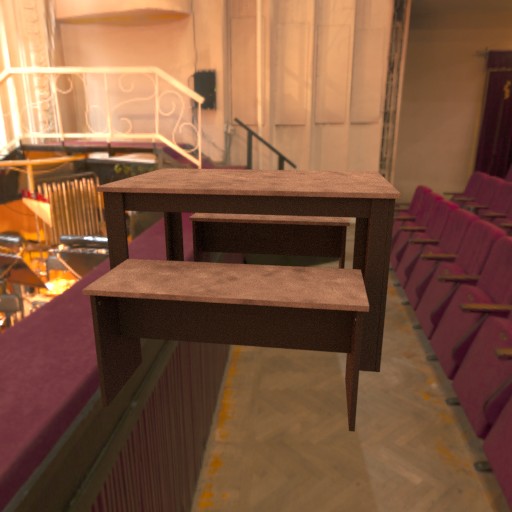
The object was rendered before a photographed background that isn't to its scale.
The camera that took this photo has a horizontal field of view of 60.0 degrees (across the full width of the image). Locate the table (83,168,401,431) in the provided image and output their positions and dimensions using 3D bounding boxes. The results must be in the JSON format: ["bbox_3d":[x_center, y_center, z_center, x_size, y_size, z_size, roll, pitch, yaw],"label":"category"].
[{"bbox_3d":[0.000,0.000,2.012,1.100,0.700,1.443,2,17,8],"label":"table"}]
